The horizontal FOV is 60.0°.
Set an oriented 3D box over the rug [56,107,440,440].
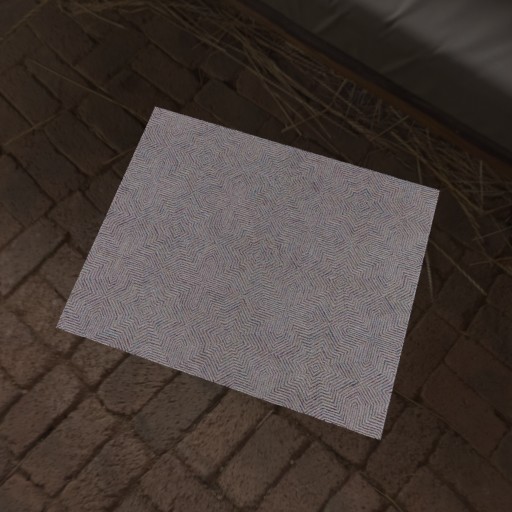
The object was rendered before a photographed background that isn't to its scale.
[{"bbox_3d":[0.000,0.000,4.233,3.046,0.008,2.442,18,75,5],"label":"rug"}]
